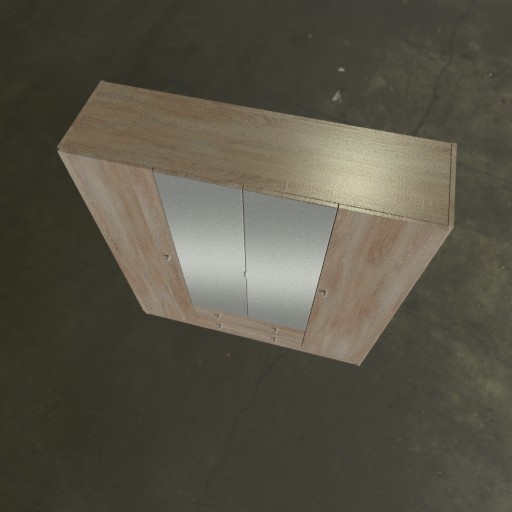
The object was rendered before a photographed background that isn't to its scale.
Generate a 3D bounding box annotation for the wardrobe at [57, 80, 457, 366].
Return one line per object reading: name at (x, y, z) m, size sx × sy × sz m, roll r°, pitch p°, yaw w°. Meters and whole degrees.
wardrobe at (0.000, 0.000, 3.209) m, size 1.998 × 2.159 × 0.598 m, roll 12°, pitch 60°, yaw 7°
